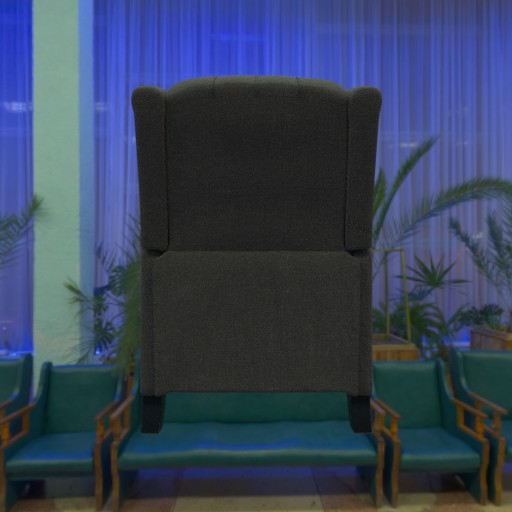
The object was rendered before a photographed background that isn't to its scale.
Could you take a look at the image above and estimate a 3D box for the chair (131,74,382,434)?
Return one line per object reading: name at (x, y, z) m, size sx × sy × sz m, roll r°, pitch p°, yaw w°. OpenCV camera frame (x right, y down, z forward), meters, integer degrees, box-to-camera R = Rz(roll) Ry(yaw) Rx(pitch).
chair at (0.000, 0.000, 1.615) m, size 0.742 × 1.035 × 0.898 m, roll 0°, pitch 0°, yaw 0°
